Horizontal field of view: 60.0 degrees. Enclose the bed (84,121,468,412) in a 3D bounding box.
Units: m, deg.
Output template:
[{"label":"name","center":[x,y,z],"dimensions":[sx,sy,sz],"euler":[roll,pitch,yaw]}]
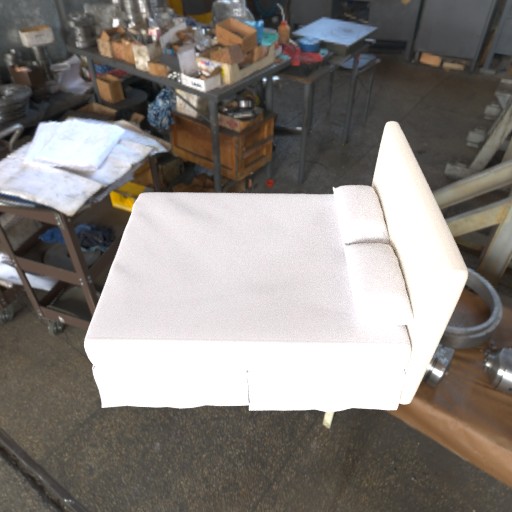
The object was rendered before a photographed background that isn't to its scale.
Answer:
[{"label":"bed","center":[0.000,0.000,3.191],"dimensions":[2.142,1.330,1.713],"euler":[1,42,1]}]
